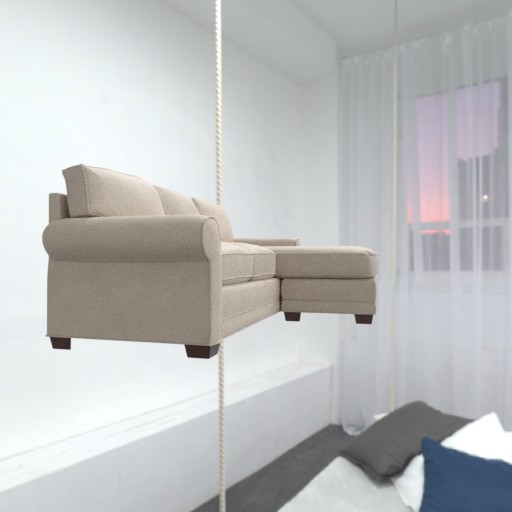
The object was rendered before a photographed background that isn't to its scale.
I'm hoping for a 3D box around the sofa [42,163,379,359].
[{"bbox_3d":[0.000,0.000,2.322,1.226,0.734,1.770,0,-1,16],"label":"sofa"}]
